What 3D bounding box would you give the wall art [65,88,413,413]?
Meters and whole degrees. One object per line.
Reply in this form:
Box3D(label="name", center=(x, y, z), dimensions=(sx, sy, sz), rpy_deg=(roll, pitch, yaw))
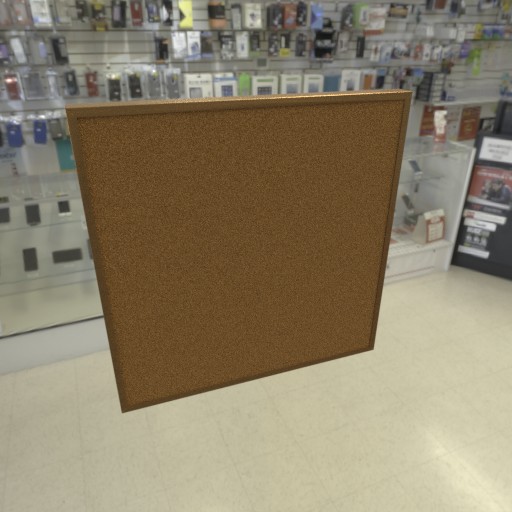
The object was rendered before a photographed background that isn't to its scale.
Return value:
Box3D(label="wall art", center=(0.000, 0.000, 0.742), dimensions=(0.505, 0.505, 0.037), rpy_deg=(-9, 28, -18))
